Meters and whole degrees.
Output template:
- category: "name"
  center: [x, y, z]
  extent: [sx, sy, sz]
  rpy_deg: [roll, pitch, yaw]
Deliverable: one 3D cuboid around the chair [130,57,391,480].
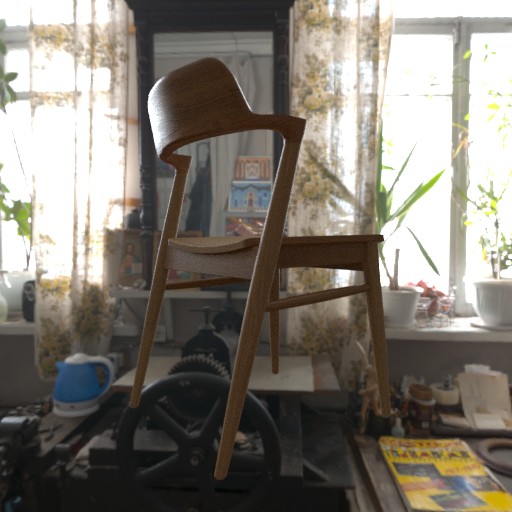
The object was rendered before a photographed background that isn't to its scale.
- category: "chair"
  center: [0.000, 0.000, 1.113]
  extent: [0.499, 0.792, 0.512]
  rpy_deg: [-2, 3, -36]
